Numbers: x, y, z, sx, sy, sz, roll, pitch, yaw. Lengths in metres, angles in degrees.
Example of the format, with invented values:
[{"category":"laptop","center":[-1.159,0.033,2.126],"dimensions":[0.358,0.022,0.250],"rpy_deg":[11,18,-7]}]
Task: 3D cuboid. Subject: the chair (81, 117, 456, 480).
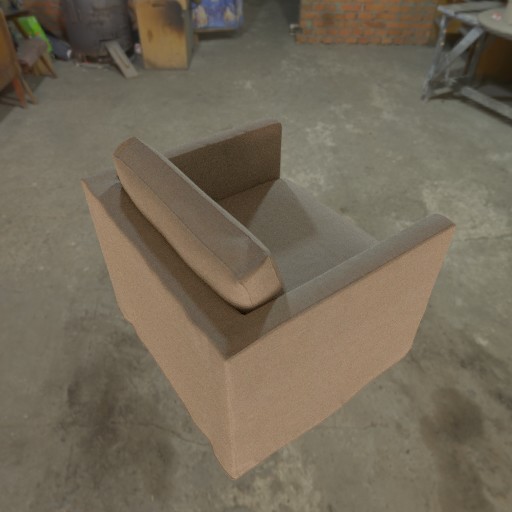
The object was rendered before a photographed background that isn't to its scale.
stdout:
[{"category":"chair","center":[0.000,0.000,1.750],"dimensions":[0.949,0.863,1.057],"rpy_deg":[-26,48,-26]}]
